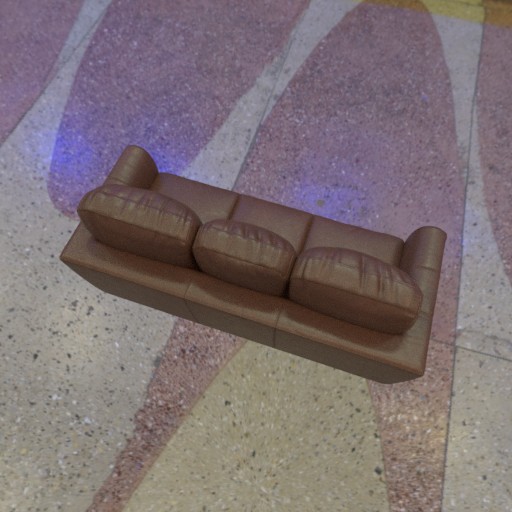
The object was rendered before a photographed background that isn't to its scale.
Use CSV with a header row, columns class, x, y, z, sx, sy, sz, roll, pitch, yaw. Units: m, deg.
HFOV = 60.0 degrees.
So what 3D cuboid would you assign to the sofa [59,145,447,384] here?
class,x,y,z,sx,sy,sz,roll,pitch,yaw
sofa,0.000,0.000,2.394,1.862,0.915,0.802,17,64,9
